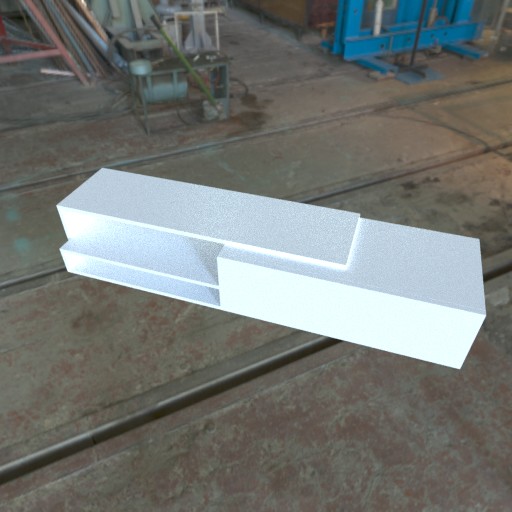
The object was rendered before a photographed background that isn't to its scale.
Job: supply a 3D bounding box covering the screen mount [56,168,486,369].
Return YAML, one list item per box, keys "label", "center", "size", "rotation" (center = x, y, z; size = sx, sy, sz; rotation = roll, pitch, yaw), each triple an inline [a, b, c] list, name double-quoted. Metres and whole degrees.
- label: "screen mount"
  center: [0.000, 0.000, 1.855]
  size: [1.680, 0.320, 0.420]
  rotation: [12, 41, 14]
